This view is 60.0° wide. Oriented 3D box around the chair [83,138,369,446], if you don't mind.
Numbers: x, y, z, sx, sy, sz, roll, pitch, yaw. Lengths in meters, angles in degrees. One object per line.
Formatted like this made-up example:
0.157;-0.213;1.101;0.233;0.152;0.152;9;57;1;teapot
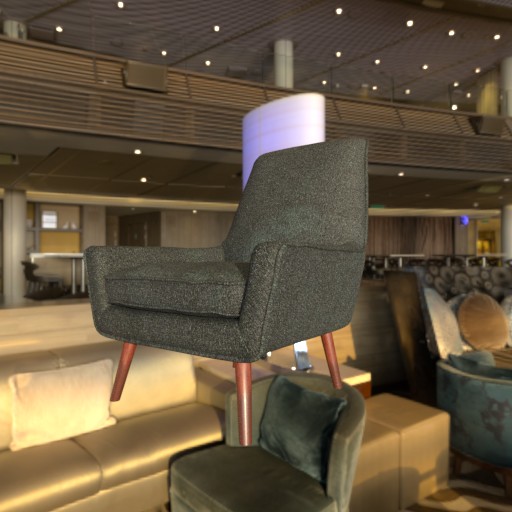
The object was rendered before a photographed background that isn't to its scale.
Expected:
0.000;0.000;1.496;0.763;0.883;0.859;0;0;38;chair
